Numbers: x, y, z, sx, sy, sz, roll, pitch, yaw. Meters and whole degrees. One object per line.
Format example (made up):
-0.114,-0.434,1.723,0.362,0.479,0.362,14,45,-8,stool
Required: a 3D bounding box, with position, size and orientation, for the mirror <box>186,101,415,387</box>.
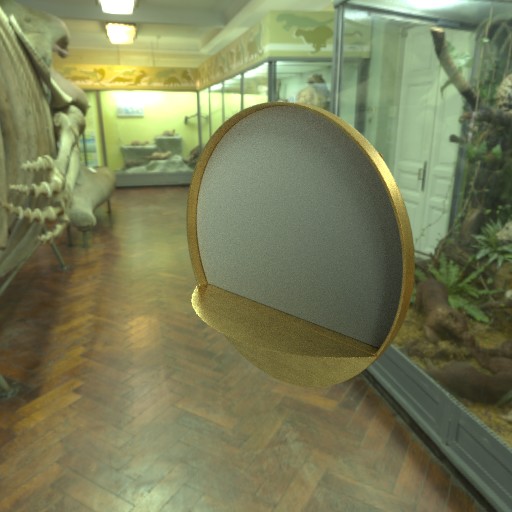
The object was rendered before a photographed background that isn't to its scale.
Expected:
0.000,0.000,0.691,0.457,0.457,0.133,16,23,42,mirror
